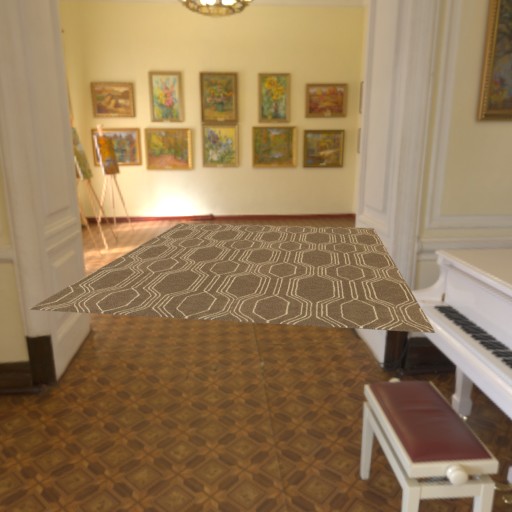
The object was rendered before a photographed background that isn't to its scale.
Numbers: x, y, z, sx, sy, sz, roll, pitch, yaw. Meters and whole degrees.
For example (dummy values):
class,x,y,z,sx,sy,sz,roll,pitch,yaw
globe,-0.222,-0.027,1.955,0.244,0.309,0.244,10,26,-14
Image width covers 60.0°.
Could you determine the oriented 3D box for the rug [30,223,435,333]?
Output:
class,x,y,z,sx,sy,sz,roll,pitch,yaw
rug,0.000,0.000,4.097,2.457,0.012,3.062,2,15,8
